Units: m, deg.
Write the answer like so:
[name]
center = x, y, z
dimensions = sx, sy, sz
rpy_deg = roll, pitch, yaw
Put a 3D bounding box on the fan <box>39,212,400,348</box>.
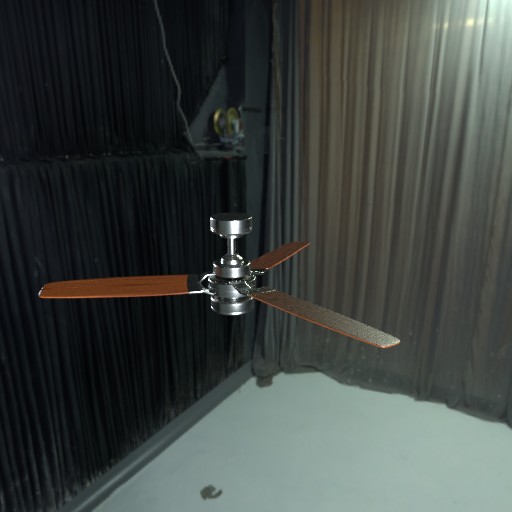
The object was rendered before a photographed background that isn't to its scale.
[fan]
center = 0.000, 0.000, 2.003
dimensions = 1.416, 0.410, 1.271
rpy_deg = 8, 18, 27
